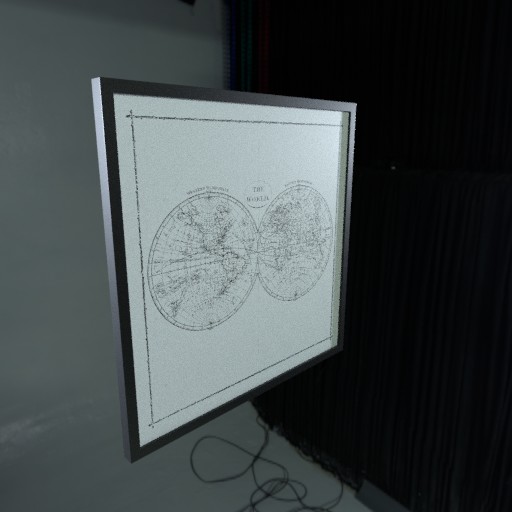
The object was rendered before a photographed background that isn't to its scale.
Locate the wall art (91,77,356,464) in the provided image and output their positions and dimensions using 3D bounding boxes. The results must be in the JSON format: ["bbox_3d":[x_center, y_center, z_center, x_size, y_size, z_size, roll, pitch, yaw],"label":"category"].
[{"bbox_3d":[0.000,0.000,1.123,0.773,0.775,0.031,-14,20,-42],"label":"wall art"}]
